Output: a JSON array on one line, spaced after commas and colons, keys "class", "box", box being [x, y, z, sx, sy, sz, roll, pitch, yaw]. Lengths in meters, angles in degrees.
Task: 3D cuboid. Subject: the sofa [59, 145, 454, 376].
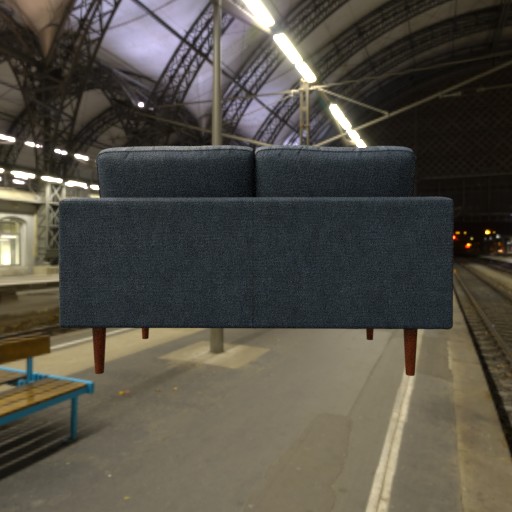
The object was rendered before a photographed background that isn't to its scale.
[{"class": "sofa", "box": [0.000, 0.000, 2.166, 1.582, 0.944, 0.903, 0, 1, 1]}]
